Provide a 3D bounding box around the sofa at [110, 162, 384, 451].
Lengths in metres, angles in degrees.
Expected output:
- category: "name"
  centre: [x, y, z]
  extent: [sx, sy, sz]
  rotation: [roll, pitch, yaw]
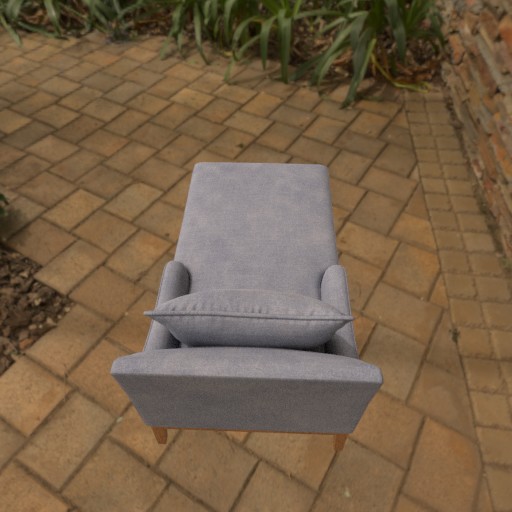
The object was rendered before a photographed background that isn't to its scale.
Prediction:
- category: "sofa"
  centre: [0.000, 0.000, 2.288]
  extent: [0.904, 0.883, 1.779]
  rotation: [2, 46, 1]
